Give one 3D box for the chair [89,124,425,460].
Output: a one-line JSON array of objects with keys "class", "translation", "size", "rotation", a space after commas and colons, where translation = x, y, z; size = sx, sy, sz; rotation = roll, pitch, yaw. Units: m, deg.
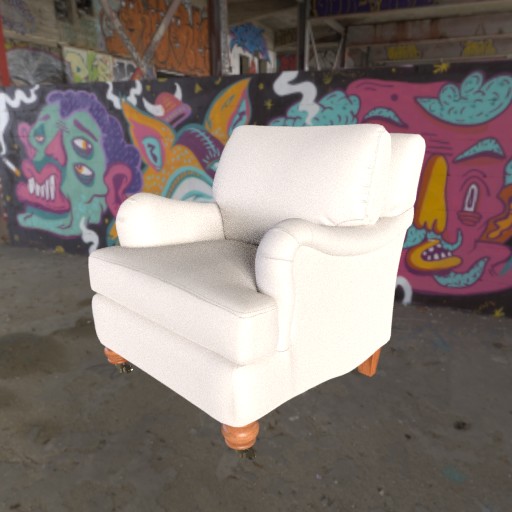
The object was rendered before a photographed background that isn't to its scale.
[{"class": "chair", "translation": [0.000, 0.000, 1.818], "size": [0.955, 1.038, 1.070], "rotation": [15, 21, 42]}]
